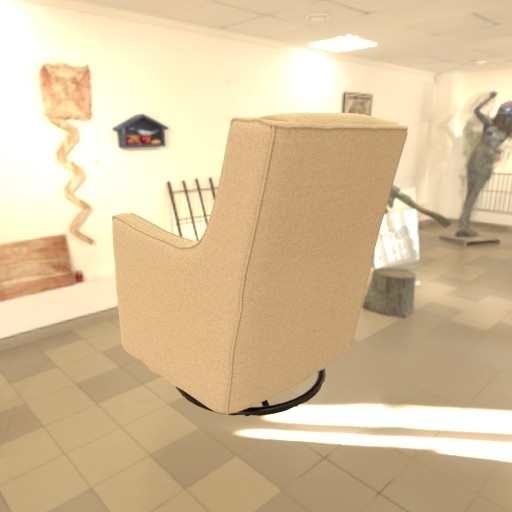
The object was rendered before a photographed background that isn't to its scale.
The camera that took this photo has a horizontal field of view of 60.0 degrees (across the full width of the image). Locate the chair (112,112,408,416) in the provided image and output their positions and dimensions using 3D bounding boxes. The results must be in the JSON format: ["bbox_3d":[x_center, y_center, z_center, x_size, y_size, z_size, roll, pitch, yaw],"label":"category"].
[{"bbox_3d":[0.000,0.000,1.647,0.732,0.993,0.879,-14,21,-42],"label":"chair"}]
